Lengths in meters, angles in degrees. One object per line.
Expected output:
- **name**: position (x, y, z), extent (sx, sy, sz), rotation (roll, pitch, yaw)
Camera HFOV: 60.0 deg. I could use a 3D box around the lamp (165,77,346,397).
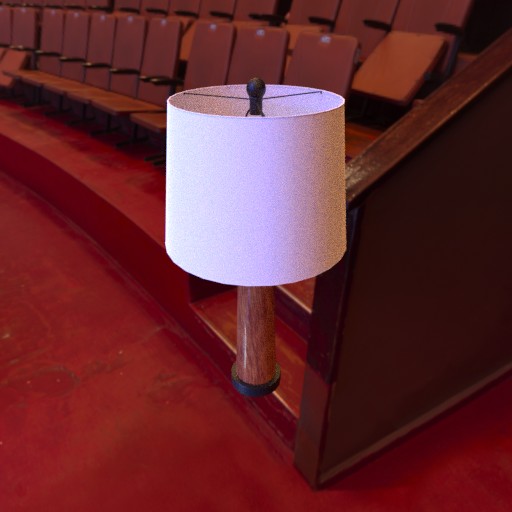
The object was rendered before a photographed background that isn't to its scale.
- **lamp**: position (0.000, 0.000, 0.886), extent (0.349, 0.667, 0.349), rotation (0, 29, 0)
